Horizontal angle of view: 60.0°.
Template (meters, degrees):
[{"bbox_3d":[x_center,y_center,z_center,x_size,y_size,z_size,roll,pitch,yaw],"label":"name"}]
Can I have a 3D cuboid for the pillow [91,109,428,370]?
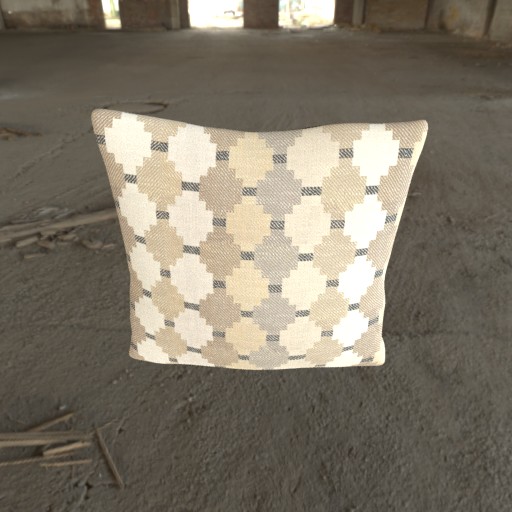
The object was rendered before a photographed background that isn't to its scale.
[{"bbox_3d":[0.000,0.000,0.872,0.578,0.558,0.192,1,30,1],"label":"pillow"}]
